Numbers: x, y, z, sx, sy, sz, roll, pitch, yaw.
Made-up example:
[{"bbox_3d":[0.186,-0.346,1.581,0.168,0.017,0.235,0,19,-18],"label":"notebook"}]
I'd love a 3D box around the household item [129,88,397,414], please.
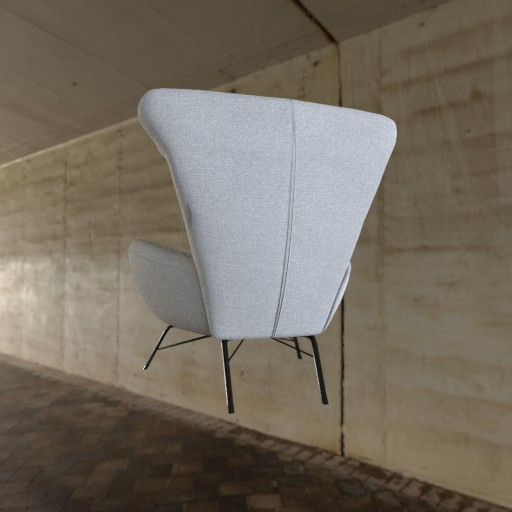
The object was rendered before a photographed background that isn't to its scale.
[{"bbox_3d":[0.000,0.000,1.811,0.980,1.050,0.900,1,-2,-18],"label":"household item"}]
